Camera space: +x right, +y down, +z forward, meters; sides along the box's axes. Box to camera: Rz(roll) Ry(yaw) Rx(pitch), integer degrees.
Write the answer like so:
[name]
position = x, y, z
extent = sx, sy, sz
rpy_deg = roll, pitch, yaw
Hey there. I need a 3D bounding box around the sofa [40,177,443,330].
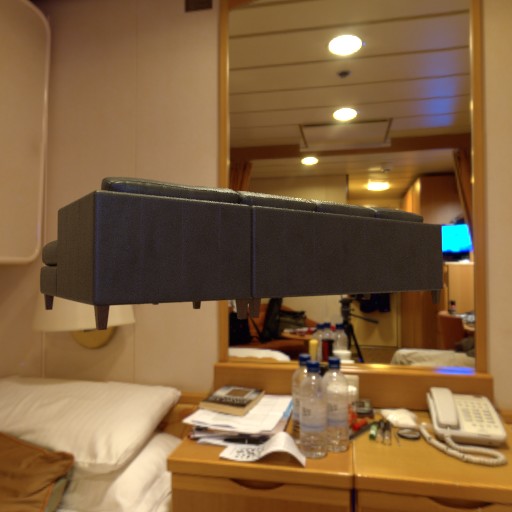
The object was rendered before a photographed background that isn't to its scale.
[sofa]
position = 0.000, 0.000, 3.889
extent = 3.203, 0.883, 1.581
rpy_deg = 1, -2, -35
